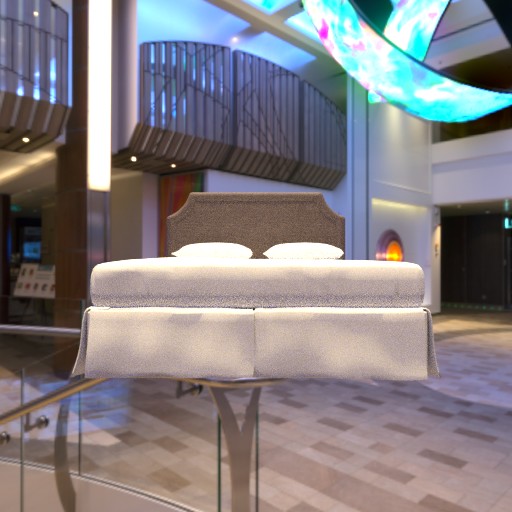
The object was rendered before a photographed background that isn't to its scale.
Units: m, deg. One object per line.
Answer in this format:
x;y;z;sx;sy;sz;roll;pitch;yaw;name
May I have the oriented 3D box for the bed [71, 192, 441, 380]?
0.000;0.000;4.146;2.350;1.590;2.773;0;0;0;bed
